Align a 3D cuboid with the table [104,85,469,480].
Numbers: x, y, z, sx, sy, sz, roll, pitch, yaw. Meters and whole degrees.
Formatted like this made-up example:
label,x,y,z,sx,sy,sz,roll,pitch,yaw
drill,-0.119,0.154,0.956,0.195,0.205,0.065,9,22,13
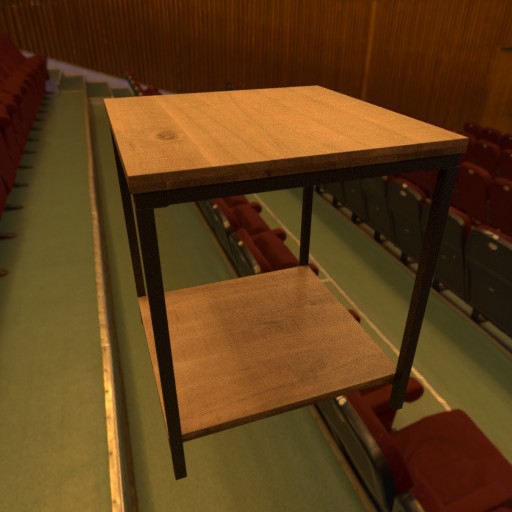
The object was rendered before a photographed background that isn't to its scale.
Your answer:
label,x,y,z,sx,sy,sz,roll,pitch,yaw
table,0.000,0.000,0.950,0.503,0.589,0.507,-10,31,-17
